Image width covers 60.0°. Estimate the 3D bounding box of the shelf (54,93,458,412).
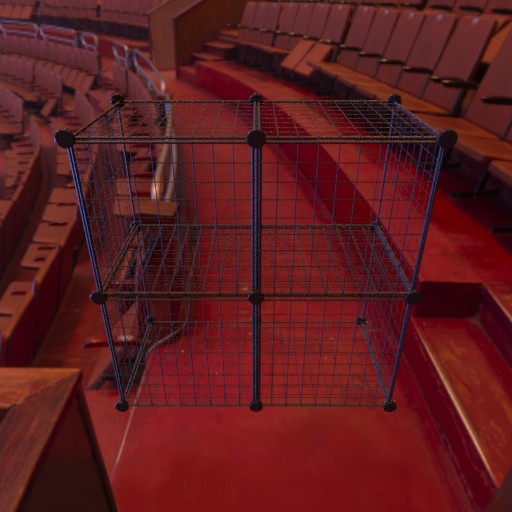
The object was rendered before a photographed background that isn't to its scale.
[{"bbox_3d":[0.000,0.000,1.105,0.711,0.711,0.356,0,30,0],"label":"shelf"}]
